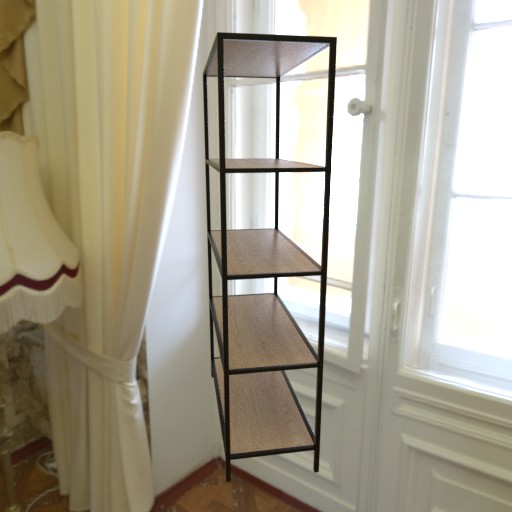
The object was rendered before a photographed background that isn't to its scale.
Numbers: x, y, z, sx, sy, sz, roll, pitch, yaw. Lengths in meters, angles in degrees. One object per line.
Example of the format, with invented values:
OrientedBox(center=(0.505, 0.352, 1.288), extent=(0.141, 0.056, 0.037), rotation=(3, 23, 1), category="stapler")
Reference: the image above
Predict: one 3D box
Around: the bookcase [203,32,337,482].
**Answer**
OrientedBox(center=(0.000, 0.000, 1.818), extent=(0.350, 1.500, 0.770), rotation=(-2, 15, -9), category="bookcase")
